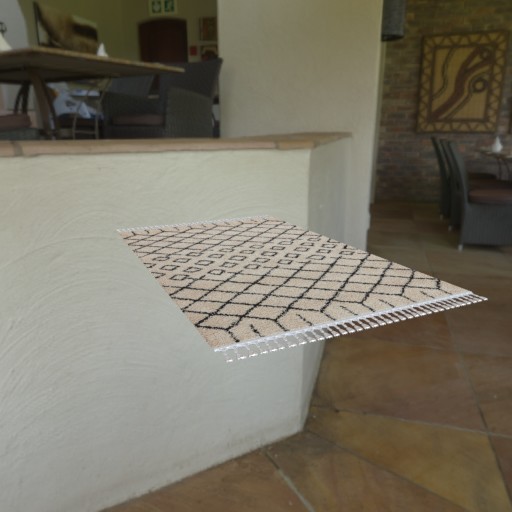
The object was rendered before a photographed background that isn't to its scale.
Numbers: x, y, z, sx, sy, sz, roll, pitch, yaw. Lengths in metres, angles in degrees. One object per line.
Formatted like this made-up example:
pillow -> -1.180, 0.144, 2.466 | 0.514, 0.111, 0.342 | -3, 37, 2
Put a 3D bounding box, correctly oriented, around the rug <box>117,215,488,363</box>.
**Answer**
rug -> 0.000, 0.000, 2.472 | 1.196, 0.008, 2.006 | -8, 18, -25
